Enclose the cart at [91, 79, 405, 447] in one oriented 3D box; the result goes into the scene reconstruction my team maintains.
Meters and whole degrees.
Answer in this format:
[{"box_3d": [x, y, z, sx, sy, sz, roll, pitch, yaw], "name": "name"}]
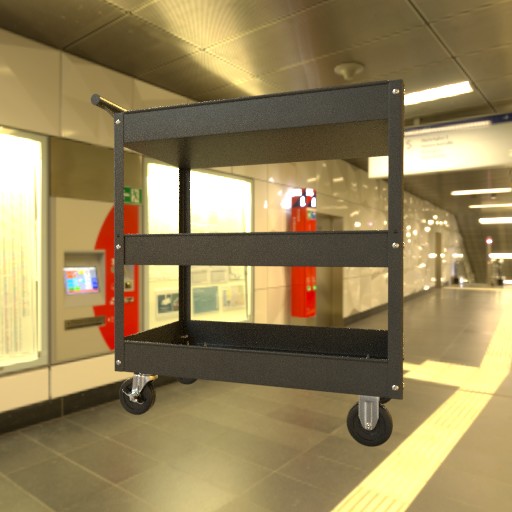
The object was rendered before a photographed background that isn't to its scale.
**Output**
[{"box_3d": [0.000, 0.000, 1.131, 0.719, 0.780, 0.366, 0, 0, 18], "name": "cart"}]
